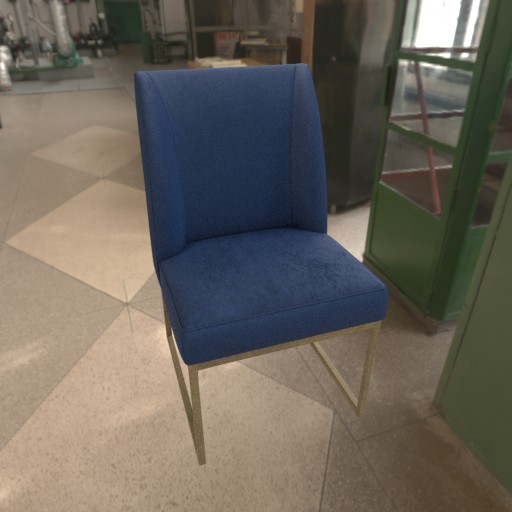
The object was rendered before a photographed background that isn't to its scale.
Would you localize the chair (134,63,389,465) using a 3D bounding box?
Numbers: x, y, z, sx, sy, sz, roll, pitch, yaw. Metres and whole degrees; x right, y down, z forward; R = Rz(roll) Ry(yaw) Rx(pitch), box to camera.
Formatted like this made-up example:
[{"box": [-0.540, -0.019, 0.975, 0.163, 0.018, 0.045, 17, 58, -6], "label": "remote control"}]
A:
[{"box": [0.000, 0.000, 1.167, 0.508, 0.863, 0.522, -10, 32, -16], "label": "chair"}]
